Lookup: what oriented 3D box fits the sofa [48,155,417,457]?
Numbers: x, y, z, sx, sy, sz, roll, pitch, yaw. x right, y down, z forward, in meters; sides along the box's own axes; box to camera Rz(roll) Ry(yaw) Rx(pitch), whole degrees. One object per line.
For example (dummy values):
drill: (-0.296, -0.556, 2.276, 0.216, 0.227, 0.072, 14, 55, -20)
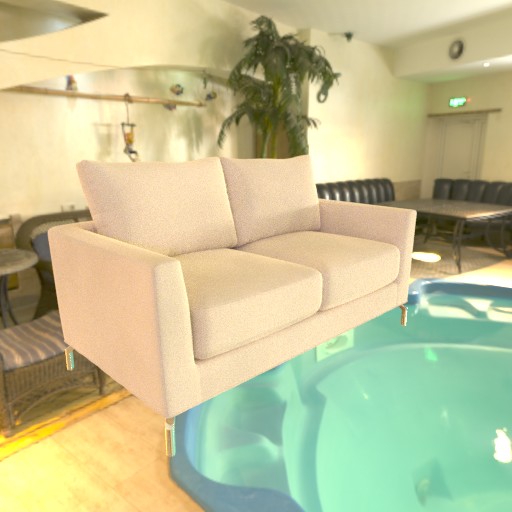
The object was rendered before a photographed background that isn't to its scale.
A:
sofa: (0.000, 0.000, 2.295, 1.739, 0.995, 0.906, -13, 19, -43)
